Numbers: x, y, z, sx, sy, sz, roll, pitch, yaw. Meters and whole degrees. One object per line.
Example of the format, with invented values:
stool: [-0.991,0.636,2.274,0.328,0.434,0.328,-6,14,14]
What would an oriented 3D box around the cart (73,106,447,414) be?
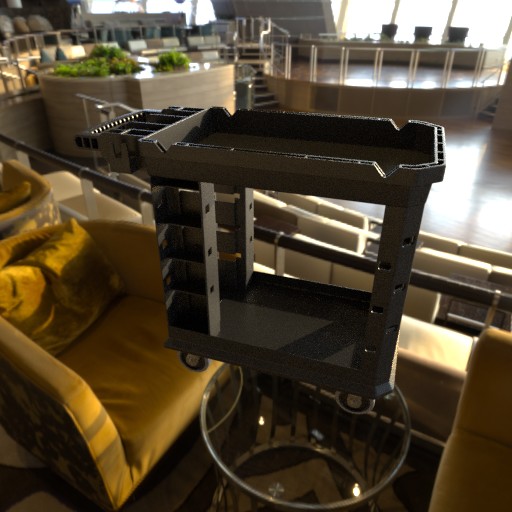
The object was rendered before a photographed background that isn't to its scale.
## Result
cart: [0.000,0.000,1.543,1.061,0.884,0.497,10,31,17]
